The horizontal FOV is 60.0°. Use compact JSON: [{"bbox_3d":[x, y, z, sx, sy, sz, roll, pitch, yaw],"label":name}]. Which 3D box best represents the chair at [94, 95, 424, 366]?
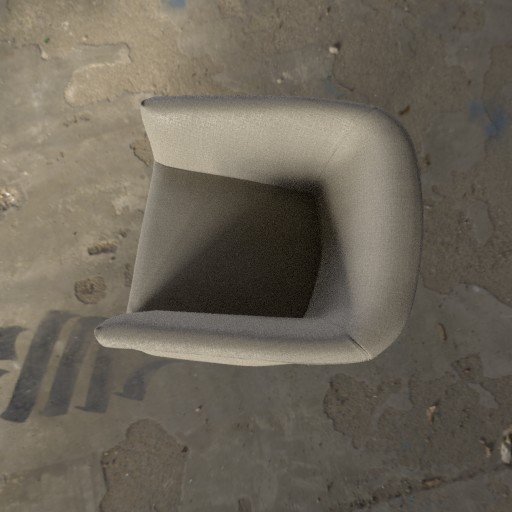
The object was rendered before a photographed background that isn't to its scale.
[{"bbox_3d":[0.000,0.000,1.249,0.668,0.771,0.600,6,75,2],"label":"chair"}]
